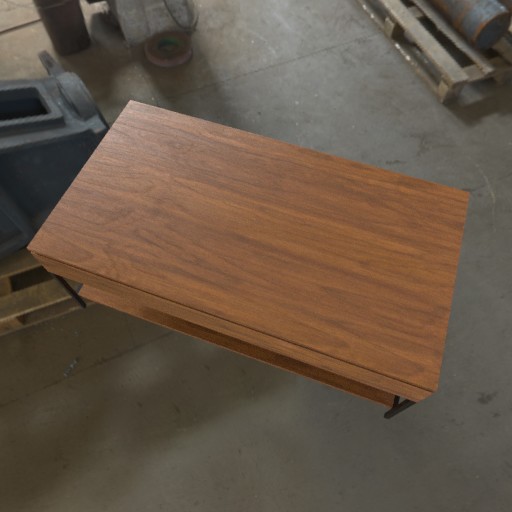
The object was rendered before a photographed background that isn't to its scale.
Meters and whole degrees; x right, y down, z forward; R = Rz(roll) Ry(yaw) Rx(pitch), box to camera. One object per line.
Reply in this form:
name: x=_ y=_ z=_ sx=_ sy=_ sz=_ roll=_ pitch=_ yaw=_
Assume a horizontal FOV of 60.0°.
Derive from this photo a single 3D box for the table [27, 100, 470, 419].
table: x=0.000 y=0.000 z=1.372 sx=1.057 sy=0.414 sz=0.574 roll=18 pitch=63 yaw=9
